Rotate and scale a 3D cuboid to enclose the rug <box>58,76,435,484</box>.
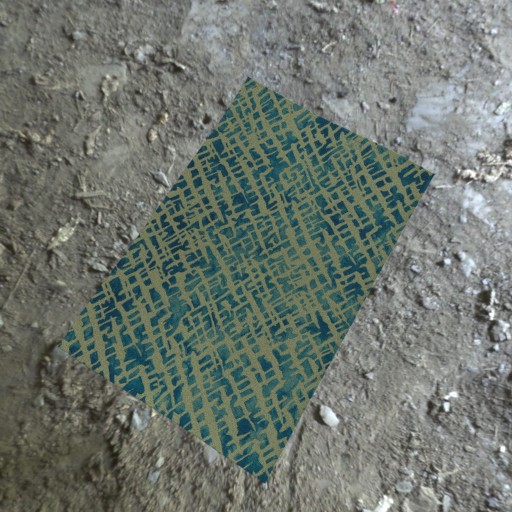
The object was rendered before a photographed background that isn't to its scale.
[{"bbox_3d":[0.000,0.000,2.332,1.209,0.011,1.830,30,78,7],"label":"rug"}]
